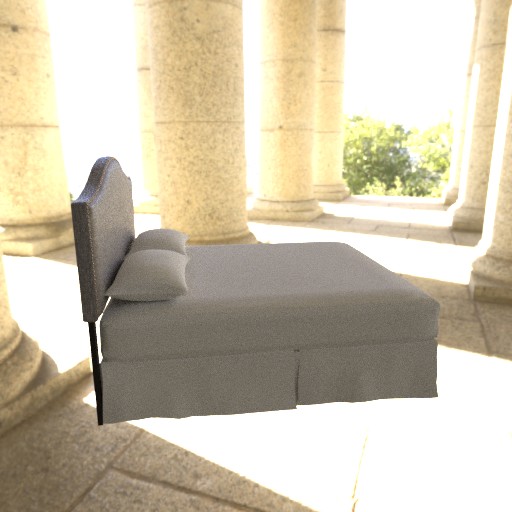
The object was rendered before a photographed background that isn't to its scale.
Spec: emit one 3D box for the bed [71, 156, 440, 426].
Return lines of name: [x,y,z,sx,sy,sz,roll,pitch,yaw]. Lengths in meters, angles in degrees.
bed: [0.000,0.000,2.927,1.870,1.295,1.610,-2,15,-8]
